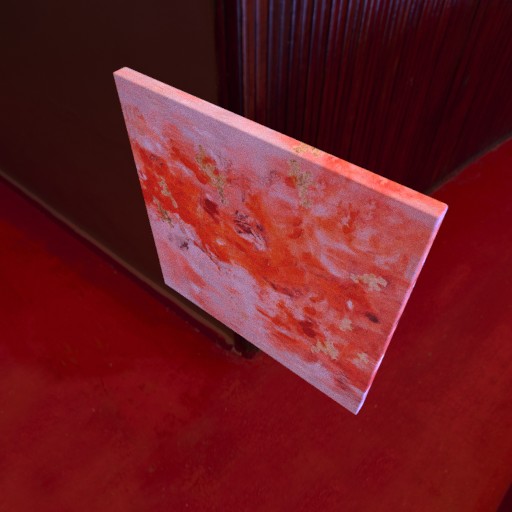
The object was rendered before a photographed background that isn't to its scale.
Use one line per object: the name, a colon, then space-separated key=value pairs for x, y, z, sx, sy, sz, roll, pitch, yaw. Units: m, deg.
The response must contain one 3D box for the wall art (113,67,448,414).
wall art: x=0.000 y=0.000 z=1.110 sx=0.747 sy=0.746 sz=0.064 roll=30 pitch=55 yaw=24
